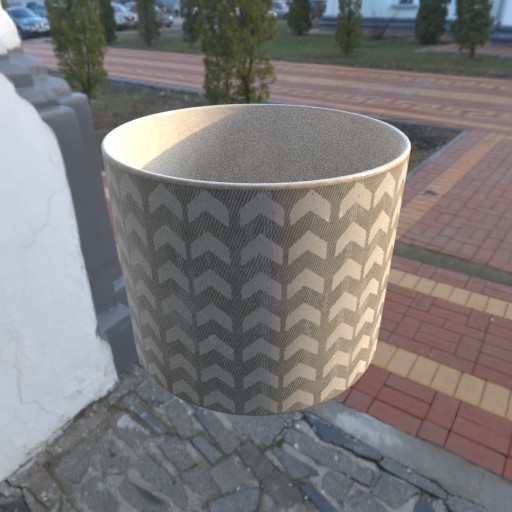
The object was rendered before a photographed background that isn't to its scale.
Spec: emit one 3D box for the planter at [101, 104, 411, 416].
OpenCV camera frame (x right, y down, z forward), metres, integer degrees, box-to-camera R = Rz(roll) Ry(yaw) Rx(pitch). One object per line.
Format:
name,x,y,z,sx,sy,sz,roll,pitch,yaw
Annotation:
planter,0.000,0.000,0.328,0.190,0.181,0.190,0,30,0
